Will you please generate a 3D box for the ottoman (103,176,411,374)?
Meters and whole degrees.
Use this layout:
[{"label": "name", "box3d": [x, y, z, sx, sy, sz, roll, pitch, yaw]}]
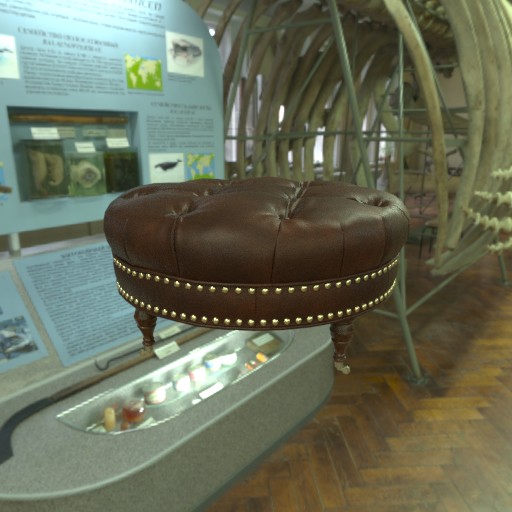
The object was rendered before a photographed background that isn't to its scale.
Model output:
[{"label": "ottoman", "box3d": [0.000, 0.000, 1.393, 0.901, 0.455, 0.901, 0, 16, 0]}]
